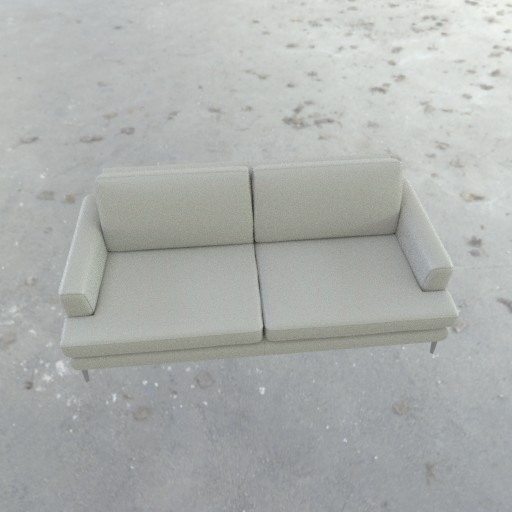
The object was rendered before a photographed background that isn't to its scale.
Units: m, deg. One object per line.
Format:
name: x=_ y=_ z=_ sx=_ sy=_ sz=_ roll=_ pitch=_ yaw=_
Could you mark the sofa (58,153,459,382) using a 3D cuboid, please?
sofa: x=0.000 y=0.000 z=2.424 sx=1.940 sy=0.765 sz=0.974 roll=-4 pitch=47 yaw=-4
